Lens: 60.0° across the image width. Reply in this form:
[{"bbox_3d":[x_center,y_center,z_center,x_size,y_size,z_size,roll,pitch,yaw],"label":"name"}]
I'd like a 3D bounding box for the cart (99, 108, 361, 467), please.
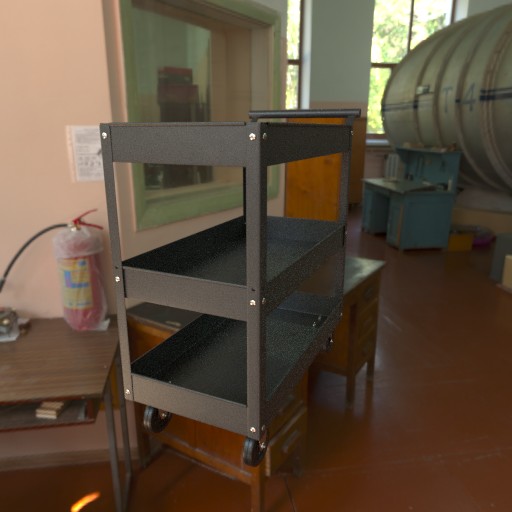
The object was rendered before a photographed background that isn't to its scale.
[{"bbox_3d":[0.000,0.000,1.201,0.366,0.780,0.719,7,18,24],"label":"cart"}]
